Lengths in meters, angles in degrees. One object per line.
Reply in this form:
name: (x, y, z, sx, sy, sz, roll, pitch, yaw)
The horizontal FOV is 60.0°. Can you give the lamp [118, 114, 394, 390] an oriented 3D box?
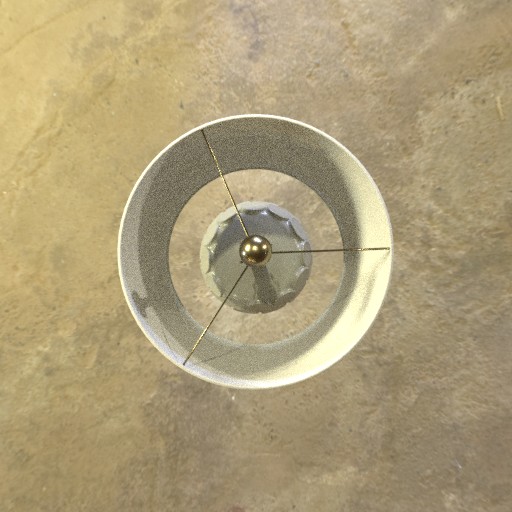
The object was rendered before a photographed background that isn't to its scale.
lamp: (0.000, 0.000, 0.610, 0.254, 0.452, 0.254, 0, 89, 0)
